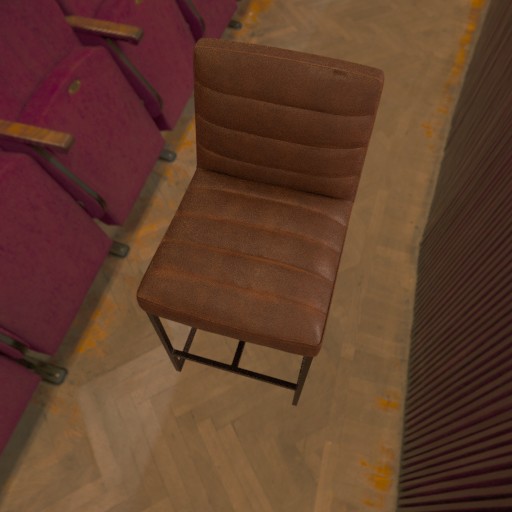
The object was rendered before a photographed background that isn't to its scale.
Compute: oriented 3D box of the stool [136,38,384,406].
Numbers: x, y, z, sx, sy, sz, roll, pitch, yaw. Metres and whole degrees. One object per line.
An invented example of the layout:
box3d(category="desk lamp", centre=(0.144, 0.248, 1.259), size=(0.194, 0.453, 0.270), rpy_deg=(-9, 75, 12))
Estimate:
box3d(category="stool", centre=(0.000, 0.000, 1.261), size=(0.463, 0.942, 0.562), rpy_deg=(14, 60, 8))
